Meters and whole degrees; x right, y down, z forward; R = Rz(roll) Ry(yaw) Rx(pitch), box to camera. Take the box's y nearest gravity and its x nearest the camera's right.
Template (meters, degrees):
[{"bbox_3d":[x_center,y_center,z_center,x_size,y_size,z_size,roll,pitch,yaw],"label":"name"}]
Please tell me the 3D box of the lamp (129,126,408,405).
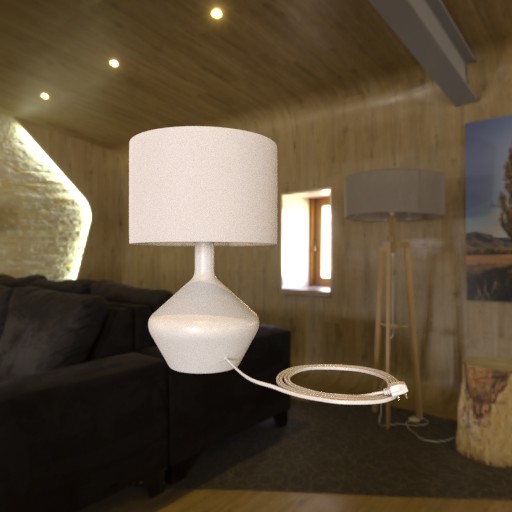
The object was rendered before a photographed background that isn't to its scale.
[{"bbox_3d":[0.000,0.000,0.859,0.401,0.457,0.546,0,0,-35],"label":"lamp"}]
